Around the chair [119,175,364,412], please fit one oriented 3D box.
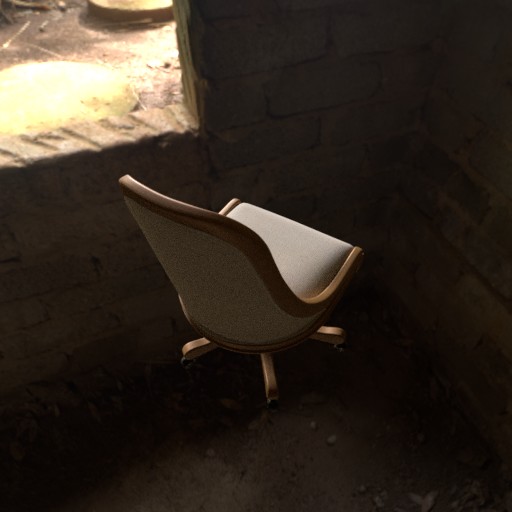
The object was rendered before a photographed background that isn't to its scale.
[{"bbox_3d":[0.000,0.000,1.543,0.702,1.009,0.811,24,50,22],"label":"chair"}]
